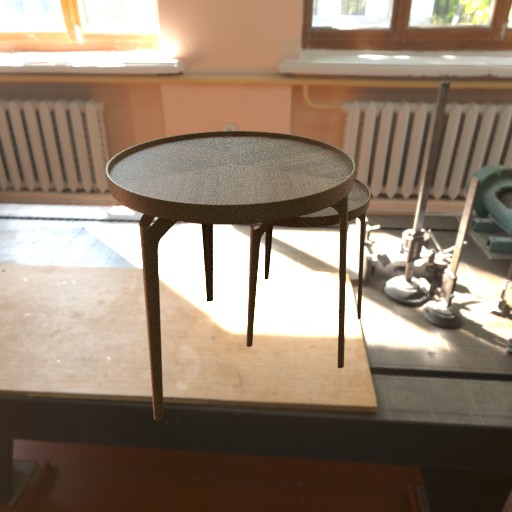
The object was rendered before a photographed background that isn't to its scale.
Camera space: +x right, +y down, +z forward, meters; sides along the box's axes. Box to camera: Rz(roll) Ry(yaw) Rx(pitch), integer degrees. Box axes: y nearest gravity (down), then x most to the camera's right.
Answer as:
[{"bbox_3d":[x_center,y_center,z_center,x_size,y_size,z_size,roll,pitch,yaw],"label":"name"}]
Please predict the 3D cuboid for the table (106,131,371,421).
[{"bbox_3d":[0.000,0.000,1.160,0.532,0.555,0.751,21,35,33],"label":"table"}]
